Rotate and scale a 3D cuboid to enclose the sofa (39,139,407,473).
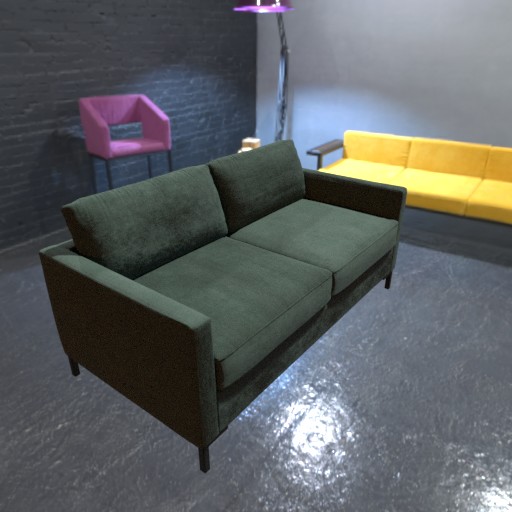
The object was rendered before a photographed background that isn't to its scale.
[{"bbox_3d":[0.000,0.000,2.148,0.875,0.817,1.676,19,32,33],"label":"sofa"}]
